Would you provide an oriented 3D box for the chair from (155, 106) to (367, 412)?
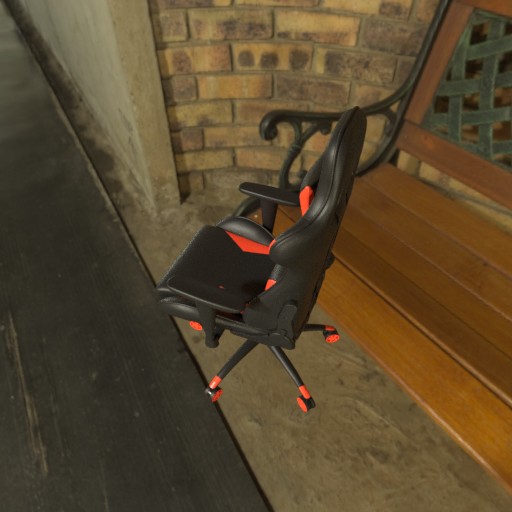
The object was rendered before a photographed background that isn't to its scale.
[{"bbox_3d":[0.000,0.000,1.720,0.730,1.282,0.695,17,48,16],"label":"chair"}]
